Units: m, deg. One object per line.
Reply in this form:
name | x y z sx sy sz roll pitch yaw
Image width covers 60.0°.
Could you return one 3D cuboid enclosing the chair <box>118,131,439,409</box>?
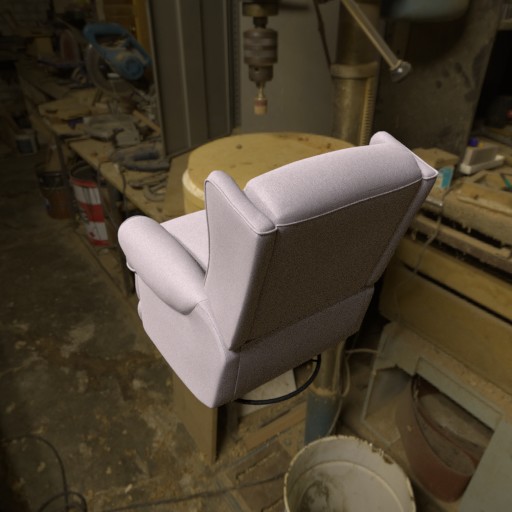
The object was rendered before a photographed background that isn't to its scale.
chair | 0.000 0.000 1.707 0.847 1.011 0.969 -20 37 -29
